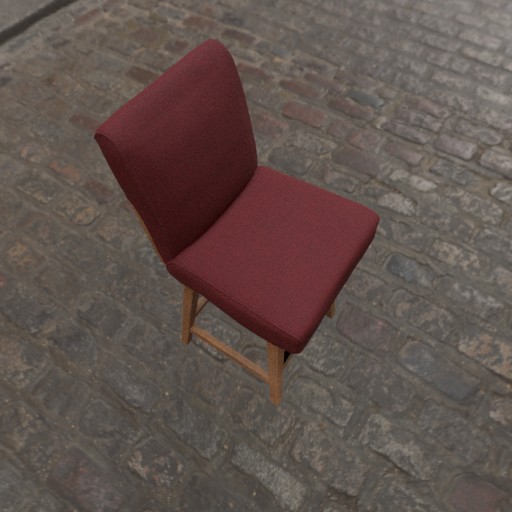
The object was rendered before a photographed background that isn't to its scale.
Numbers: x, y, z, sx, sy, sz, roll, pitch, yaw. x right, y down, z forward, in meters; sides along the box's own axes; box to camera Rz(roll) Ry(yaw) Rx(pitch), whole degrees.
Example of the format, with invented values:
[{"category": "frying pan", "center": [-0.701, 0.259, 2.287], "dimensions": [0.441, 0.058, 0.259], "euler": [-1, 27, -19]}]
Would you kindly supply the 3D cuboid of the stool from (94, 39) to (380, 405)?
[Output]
[{"category": "stool", "center": [0.000, 0.000, 1.346], "dimensions": [0.562, 1.038, 0.468], "euler": [29, 62, 17]}]
